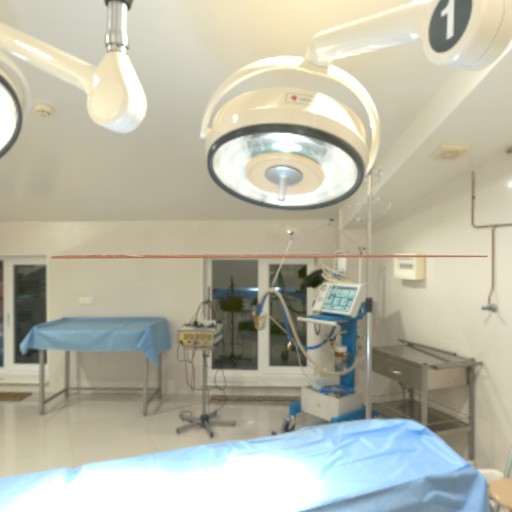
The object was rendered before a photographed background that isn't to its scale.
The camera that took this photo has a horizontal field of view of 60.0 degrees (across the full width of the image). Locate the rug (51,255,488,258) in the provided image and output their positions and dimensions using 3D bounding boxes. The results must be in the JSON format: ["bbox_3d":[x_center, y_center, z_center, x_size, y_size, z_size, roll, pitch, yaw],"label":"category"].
[{"bbox_3d":[0.000,0.000,2.304,1.828,0.007,1.217,0,0,-19],"label":"rug"}]
